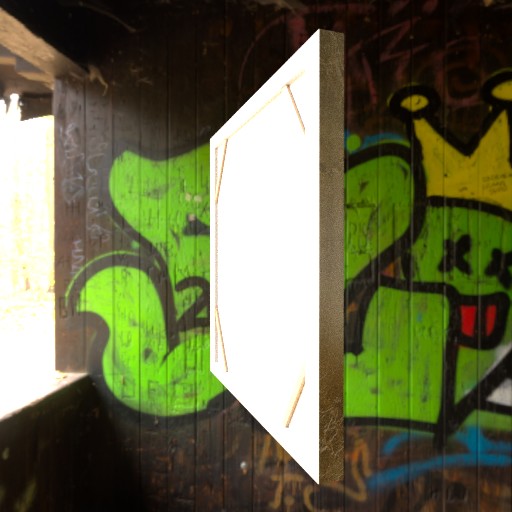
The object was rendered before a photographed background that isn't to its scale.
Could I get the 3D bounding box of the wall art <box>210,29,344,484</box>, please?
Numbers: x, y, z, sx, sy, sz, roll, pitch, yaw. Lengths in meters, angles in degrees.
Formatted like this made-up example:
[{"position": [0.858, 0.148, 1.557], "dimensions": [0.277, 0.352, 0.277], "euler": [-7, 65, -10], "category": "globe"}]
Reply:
[{"position": [0.000, 0.000, 0.886], "dimensions": [0.038, 0.610, 0.610], "euler": [0, 0, -20], "category": "wall art"}]
